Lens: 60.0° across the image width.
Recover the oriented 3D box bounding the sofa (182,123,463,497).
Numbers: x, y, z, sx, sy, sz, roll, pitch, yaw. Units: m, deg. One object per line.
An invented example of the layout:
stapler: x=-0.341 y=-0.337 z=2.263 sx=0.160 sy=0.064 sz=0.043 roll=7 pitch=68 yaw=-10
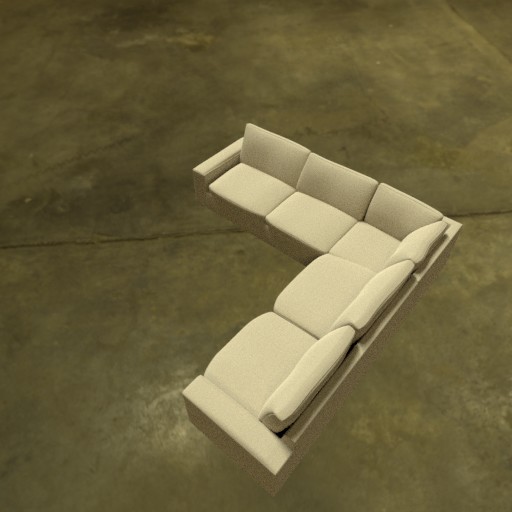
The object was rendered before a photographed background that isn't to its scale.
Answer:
sofa: x=0.000 y=0.000 z=4.694 sx=3.066 sy=0.918 sz=3.206 roll=31 pitch=54 yaw=26
